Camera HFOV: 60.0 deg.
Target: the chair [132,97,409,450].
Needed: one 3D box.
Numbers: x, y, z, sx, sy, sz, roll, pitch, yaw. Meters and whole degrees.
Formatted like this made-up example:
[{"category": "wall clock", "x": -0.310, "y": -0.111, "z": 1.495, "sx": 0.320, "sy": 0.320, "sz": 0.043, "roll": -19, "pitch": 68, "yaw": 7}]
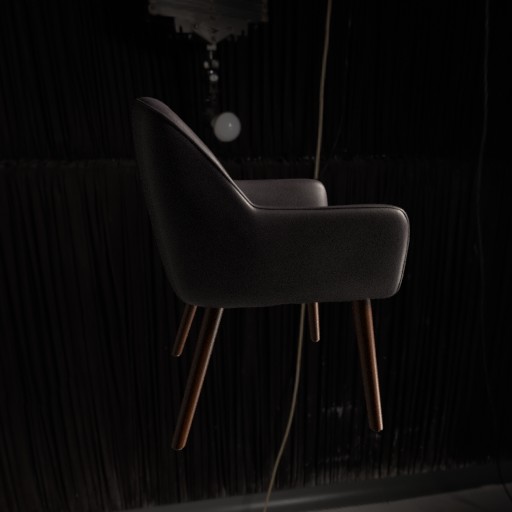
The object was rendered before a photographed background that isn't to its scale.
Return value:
[{"category": "chair", "x": 0.000, "y": 0.000, "z": 1.256, "sx": 0.610, "sy": 0.828, "sz": 0.610, "roll": -3, "pitch": 16, "yaw": -10}]
